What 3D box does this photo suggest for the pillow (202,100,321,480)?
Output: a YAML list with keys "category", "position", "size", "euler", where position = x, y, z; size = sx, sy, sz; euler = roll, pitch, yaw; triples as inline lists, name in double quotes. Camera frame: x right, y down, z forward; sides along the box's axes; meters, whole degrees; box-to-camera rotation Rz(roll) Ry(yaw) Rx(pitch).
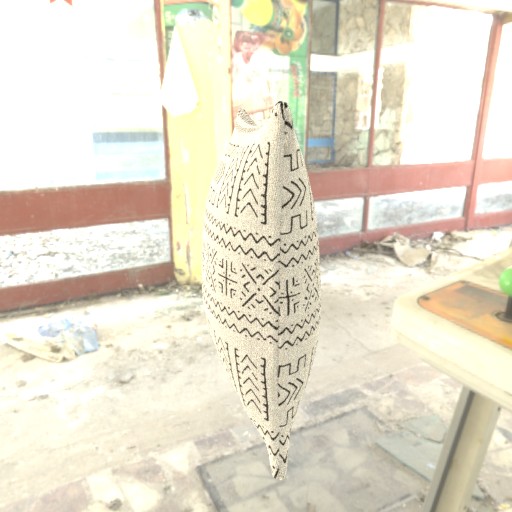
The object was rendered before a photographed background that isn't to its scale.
- category: "pillow"
  position: [0.000, 0.000, 0.662]
  size: [0.164, 0.430, 0.438]
  euler: [-2, 17, -7]
